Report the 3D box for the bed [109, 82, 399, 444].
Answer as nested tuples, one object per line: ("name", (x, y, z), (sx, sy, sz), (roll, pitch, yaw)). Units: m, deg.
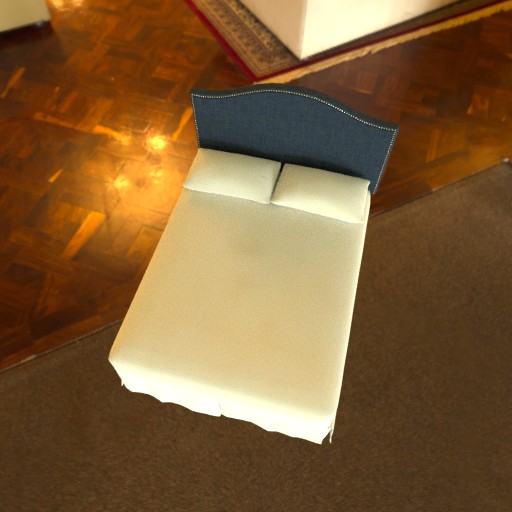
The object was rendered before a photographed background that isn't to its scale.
("bed", (0.000, 0.000, 3.372), (1.713, 1.518, 2.153), (13, 59, 8))
